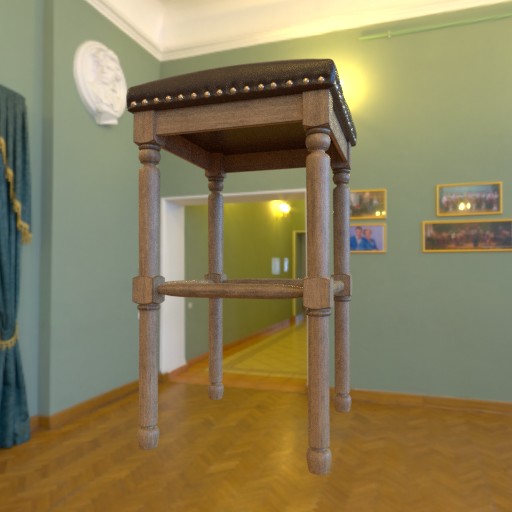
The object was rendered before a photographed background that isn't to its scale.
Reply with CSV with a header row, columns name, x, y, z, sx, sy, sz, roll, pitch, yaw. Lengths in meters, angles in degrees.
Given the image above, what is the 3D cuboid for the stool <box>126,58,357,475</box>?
name,x,y,z,sx,sy,sz,roll,pitch,yaw
stool,0.000,0.000,0.922,0.383,0.702,0.382,0,-1,18
